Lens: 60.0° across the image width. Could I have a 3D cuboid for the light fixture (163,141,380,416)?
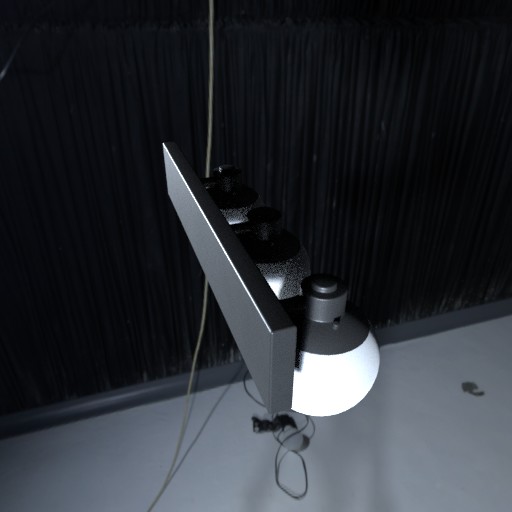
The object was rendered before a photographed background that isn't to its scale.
[{"bbox_3d":[0.000,0.000,0.861,0.218,0.263,0.721,-10,33,-16],"label":"light fixture"}]
